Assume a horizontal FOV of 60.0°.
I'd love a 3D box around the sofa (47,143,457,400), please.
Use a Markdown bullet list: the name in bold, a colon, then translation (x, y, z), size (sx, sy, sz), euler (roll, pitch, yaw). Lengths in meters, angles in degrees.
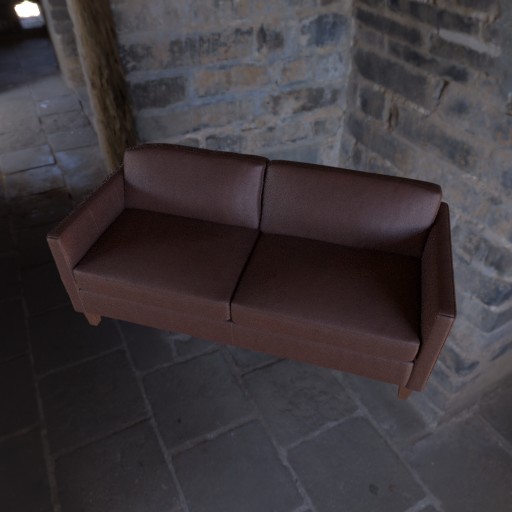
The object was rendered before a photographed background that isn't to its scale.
- **sofa**: translation (0.000, 0.000, 2.470), size (1.971, 0.863, 0.923), euler (11, 42, 12)
